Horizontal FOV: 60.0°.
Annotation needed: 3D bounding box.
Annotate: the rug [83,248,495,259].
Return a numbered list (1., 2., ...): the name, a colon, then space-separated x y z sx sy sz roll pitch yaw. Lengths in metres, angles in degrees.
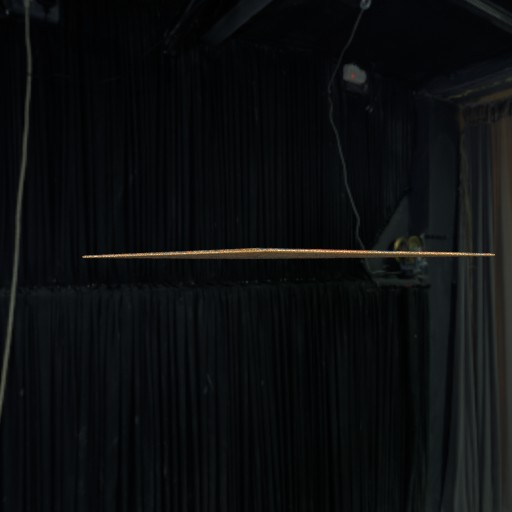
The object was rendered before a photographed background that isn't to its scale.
1. rug: 0.000 0.000 3.697 2.043 0.019 2.916 1 -1 -36
